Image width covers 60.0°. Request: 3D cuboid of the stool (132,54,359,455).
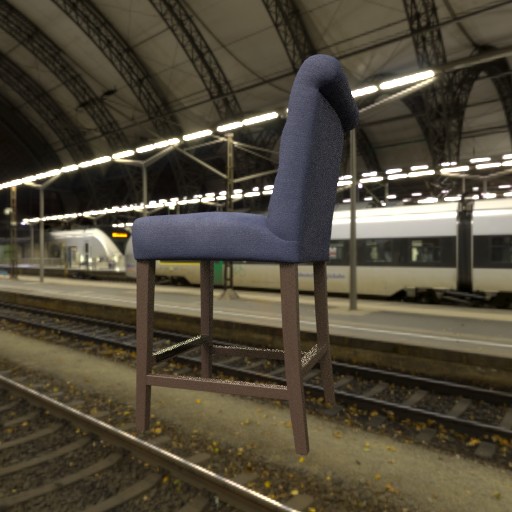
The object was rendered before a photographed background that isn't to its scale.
[{"bbox_3d":[0.000,0.000,1.389,0.601,1.010,0.493,0,0,19],"label":"stool"}]
